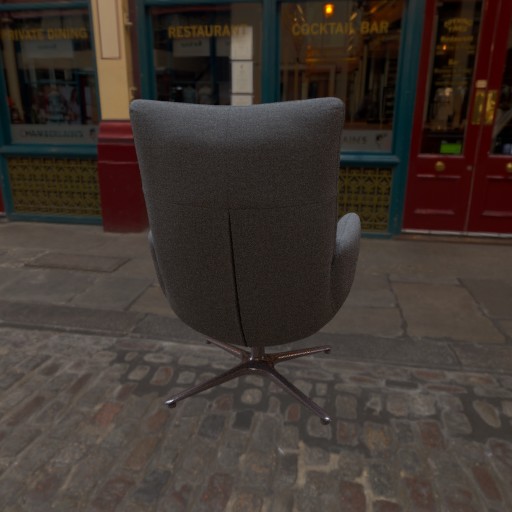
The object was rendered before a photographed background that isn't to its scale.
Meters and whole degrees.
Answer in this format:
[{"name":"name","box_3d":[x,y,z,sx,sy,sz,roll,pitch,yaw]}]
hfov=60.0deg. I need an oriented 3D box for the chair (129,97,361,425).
[{"name":"chair","box_3d":[0.000,0.000,1.528,0.702,0.984,0.831,3,16,9]}]
